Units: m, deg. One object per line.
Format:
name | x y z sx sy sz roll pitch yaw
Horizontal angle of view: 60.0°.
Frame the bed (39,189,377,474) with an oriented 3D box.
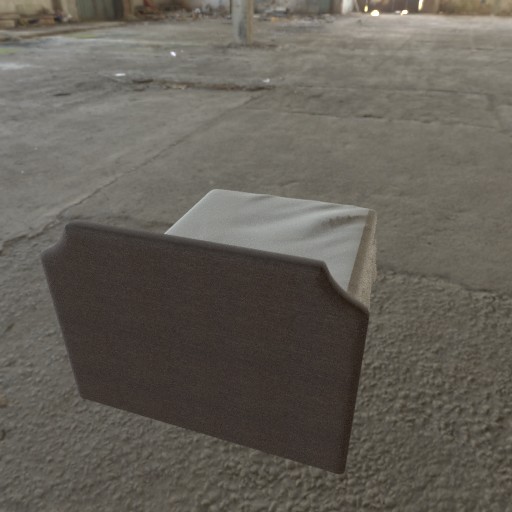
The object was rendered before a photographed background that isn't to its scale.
bed | 0.000 0.000 3.136 1.693 1.290 2.116 10 32 16
